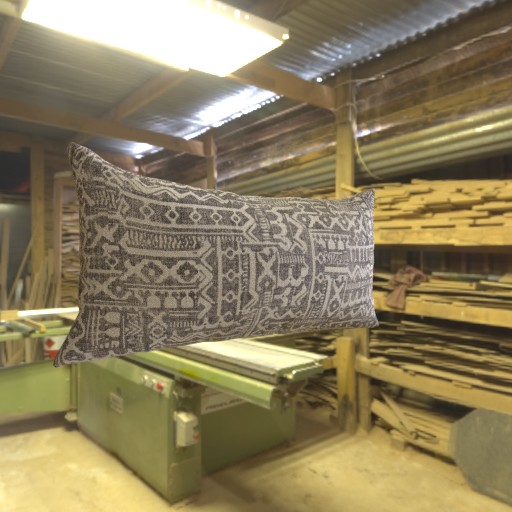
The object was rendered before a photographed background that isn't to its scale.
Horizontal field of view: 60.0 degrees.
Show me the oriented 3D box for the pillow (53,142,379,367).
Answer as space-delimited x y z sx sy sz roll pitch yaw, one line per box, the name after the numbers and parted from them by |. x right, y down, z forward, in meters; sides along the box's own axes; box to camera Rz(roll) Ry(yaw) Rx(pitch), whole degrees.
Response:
0.000 0.000 0.745 0.631 0.290 0.148 1 -1 -36 | pillow
